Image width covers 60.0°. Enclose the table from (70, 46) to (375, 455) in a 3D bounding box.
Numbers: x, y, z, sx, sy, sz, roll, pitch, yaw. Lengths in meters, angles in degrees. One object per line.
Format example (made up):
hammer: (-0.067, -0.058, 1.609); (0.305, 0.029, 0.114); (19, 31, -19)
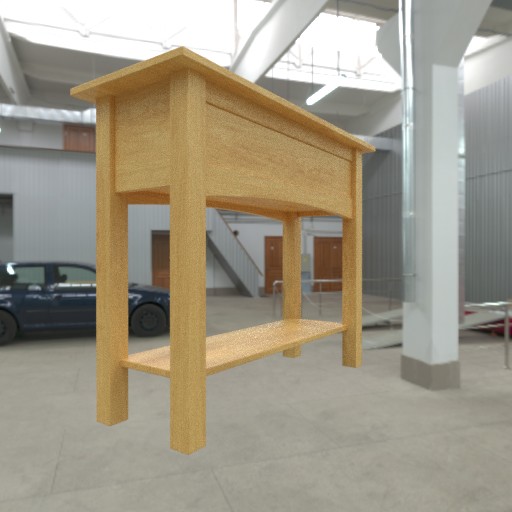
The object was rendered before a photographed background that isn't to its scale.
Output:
table: (0.000, 0.000, 1.223); (0.340, 0.728, 0.900); (0, 0, 36)
